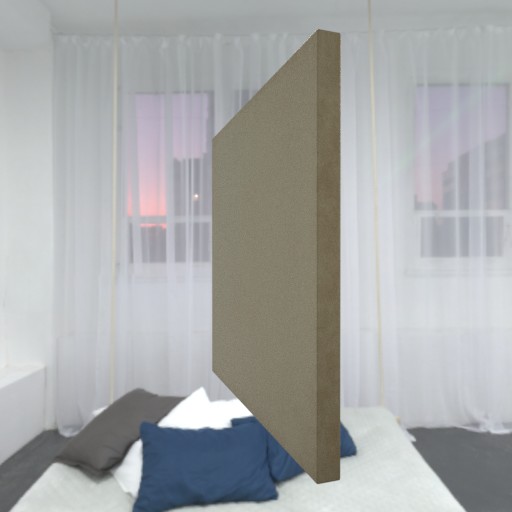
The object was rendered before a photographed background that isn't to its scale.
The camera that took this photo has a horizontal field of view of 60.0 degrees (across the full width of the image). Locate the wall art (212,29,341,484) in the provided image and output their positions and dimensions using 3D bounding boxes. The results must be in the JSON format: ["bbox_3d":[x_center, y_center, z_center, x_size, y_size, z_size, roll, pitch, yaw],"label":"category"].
[{"bbox_3d":[0.000,0.000,0.734,0.030,0.506,0.503,0,0,-19],"label":"wall art"}]
